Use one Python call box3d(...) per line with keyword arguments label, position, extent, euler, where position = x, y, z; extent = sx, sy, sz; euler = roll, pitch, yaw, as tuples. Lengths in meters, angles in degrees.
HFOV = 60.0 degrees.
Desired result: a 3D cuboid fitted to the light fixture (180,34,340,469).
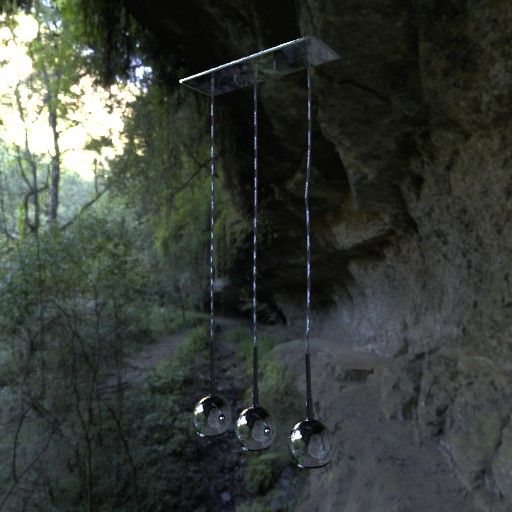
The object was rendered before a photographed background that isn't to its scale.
box3d(label="light fixture", position=(0.000, 0.000, 1.656), extent=(0.623, 1.408, 0.188), euler=(-1, -1, 37))
